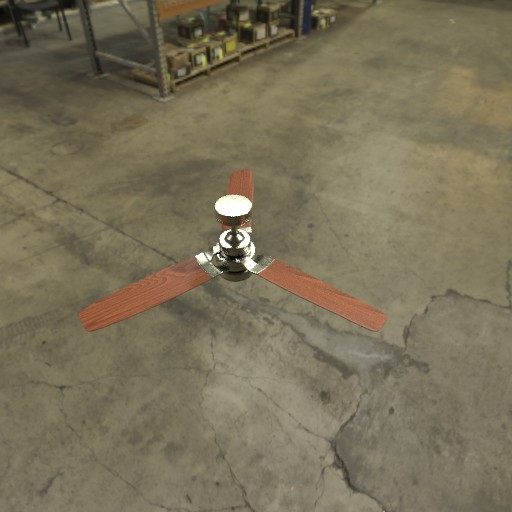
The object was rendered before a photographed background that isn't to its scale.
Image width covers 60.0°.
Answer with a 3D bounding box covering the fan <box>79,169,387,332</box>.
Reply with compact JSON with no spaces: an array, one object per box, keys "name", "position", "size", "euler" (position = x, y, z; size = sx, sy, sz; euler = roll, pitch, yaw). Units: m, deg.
[{"name":"fan","position":[0.000,0.000,2.065],"size":[1.271,0.410,1.416],"euler":[26,48,26]}]
